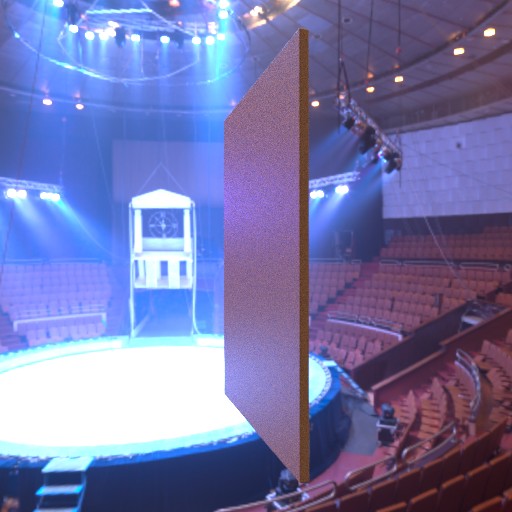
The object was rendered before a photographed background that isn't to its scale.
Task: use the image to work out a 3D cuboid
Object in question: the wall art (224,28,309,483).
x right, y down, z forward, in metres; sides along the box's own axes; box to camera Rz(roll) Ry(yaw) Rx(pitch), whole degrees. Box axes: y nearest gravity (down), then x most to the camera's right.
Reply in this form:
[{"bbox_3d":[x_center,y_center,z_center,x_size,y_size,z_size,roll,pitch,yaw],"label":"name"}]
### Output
[{"bbox_3d":[0.000,0.000,0.626,0.011,0.482,0.329,0,-1,-18],"label":"wall art"}]
